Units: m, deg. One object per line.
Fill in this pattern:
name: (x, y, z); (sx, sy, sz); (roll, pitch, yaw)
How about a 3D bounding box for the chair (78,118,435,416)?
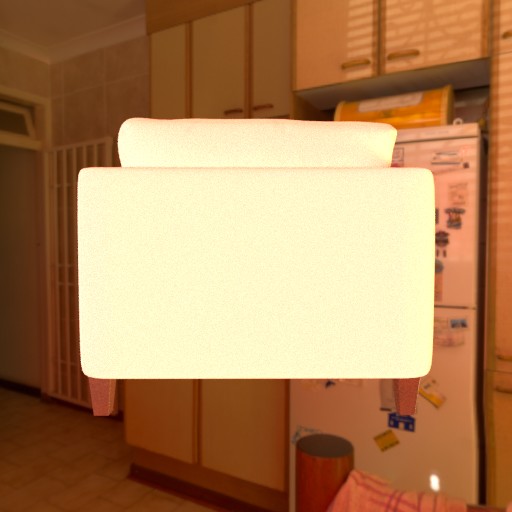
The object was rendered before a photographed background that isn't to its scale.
chair: (0.000, 0.000, 1.655); (1.019, 0.885, 0.878); (0, 2, 0)
